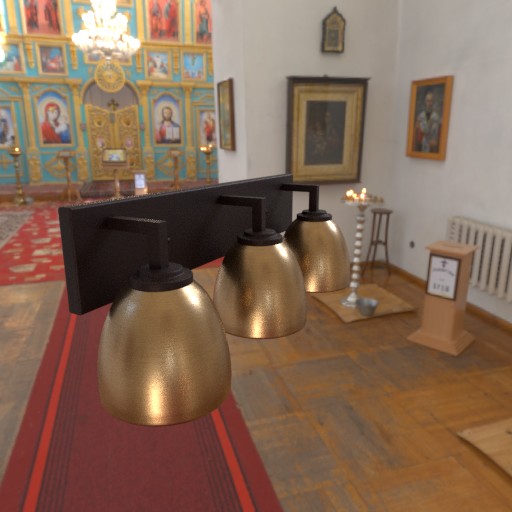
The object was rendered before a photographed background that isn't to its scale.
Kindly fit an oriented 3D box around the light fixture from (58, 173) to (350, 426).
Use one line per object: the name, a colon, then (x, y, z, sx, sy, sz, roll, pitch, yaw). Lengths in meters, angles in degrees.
light fixture: (0.000, 0.000, 0.658, 0.157, 0.204, 0.582, 8, 16, 27)
